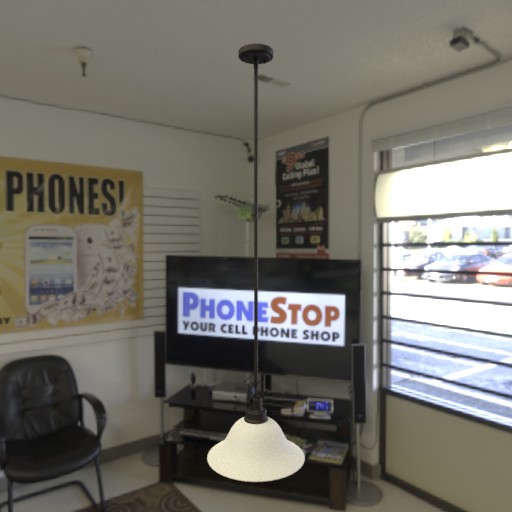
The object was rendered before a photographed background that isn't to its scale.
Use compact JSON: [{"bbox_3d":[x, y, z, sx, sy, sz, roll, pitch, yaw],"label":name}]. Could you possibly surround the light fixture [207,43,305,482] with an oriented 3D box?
[{"bbox_3d":[0.000,0.000,1.463,0.324,1.337,0.324,-1,2,-34],"label":"light fixture"}]
